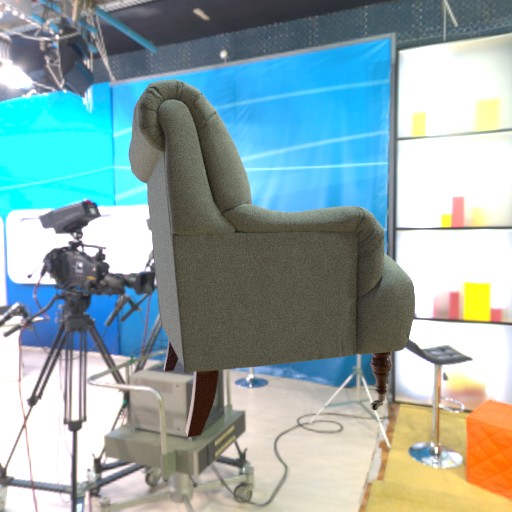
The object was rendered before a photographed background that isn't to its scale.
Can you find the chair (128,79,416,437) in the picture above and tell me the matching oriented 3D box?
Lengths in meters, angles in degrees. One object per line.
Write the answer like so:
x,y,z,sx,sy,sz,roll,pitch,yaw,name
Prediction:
0.000,0.000,1.961,1.060,1.178,0.964,-1,2,-17,chair
